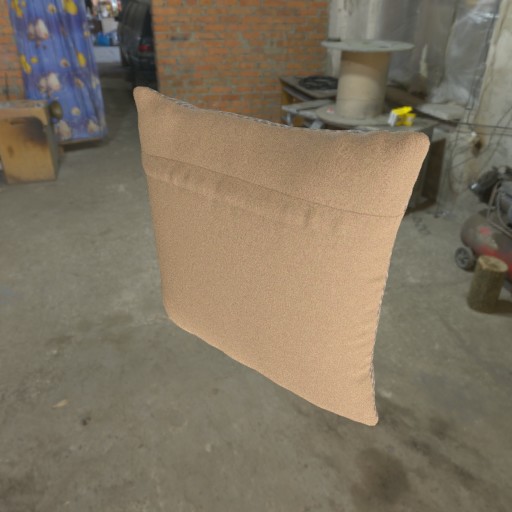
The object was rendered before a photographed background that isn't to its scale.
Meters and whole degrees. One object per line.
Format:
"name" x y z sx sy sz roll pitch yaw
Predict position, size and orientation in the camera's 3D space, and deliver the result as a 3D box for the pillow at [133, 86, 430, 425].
"pillow" 0.000 0.000 0.687 0.459 0.458 0.181 21 36 32
